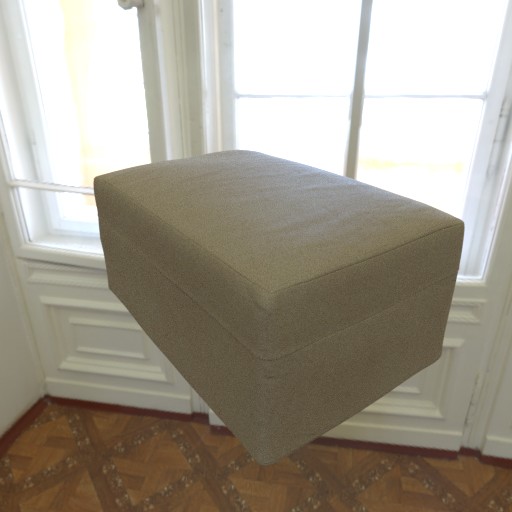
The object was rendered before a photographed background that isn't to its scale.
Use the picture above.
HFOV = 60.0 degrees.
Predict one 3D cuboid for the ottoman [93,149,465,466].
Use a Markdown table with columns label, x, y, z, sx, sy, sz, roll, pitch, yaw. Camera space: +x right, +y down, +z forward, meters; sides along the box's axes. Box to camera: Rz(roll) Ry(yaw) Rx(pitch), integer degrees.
| label | x | y | z | sx | sy | sz | roll | pitch | yaw |
| --- | --- | --- | --- | --- | --- | --- | --- | --- | --- |
| ottoman | 0.000 | 0.000 | 1.204 | 0.590 | 0.444 | 0.872 | -18 | 31 | -32 |
